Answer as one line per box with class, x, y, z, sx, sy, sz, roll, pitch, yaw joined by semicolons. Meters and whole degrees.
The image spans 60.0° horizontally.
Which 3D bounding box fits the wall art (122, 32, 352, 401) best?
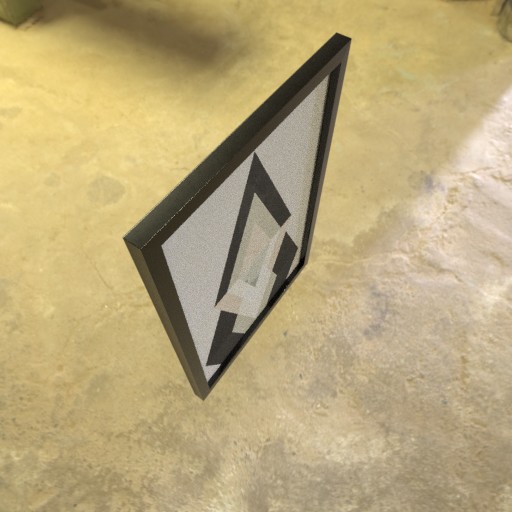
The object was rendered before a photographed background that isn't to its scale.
wall art;0.000;0.000;0.585;0.019;0.455;0.314;31;64;18
